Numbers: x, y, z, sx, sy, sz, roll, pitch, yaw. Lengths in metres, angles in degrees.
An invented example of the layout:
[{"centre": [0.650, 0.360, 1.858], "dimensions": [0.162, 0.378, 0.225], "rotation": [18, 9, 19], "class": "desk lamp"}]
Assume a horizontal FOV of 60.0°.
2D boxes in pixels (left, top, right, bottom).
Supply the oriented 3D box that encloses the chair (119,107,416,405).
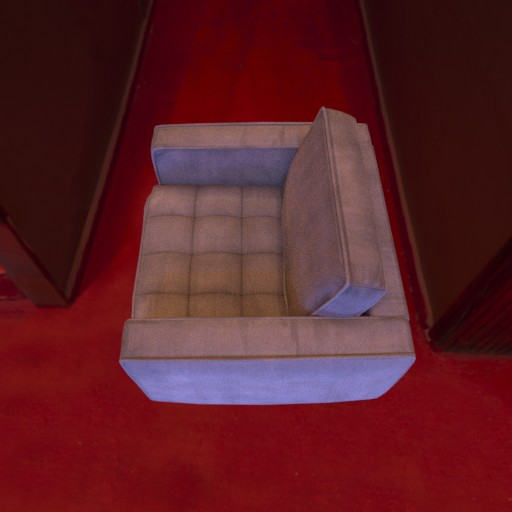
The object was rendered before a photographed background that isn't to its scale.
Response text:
[{"centre": [0.000, 0.000, 1.543], "dimensions": [0.843, 0.773, 0.928], "rotation": [-1, 58, 0], "class": "chair"}]
